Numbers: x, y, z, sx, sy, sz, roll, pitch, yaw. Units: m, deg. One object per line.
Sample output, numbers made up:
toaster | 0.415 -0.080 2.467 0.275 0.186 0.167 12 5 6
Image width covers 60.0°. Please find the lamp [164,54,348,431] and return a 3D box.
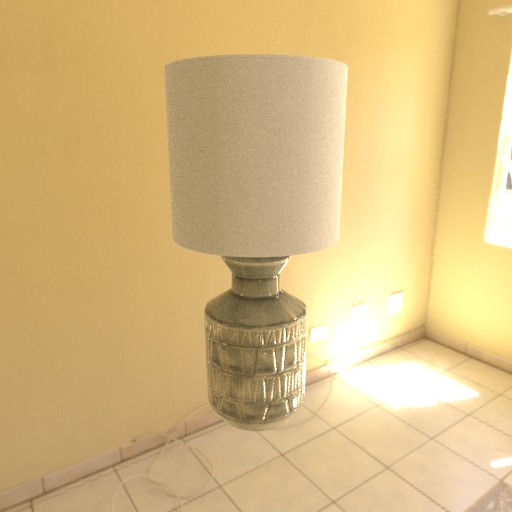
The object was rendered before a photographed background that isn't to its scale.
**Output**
lamp | 0.000 0.000 0.580 0.211 0.455 0.211 -15 21 -43
